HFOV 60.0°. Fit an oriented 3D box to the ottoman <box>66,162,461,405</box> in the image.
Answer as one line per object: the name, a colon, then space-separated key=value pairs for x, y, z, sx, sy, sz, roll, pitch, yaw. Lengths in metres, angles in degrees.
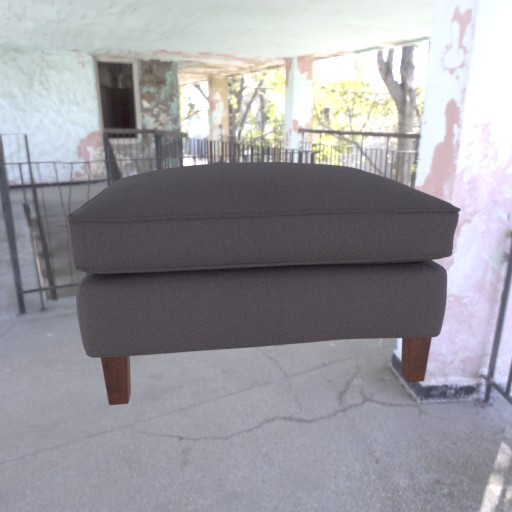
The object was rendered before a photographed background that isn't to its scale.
ottoman: x=0.000 y=0.000 z=0.990 sx=0.686 sy=0.406 sz=0.508 roll=-2 pitch=17 yaw=-7
